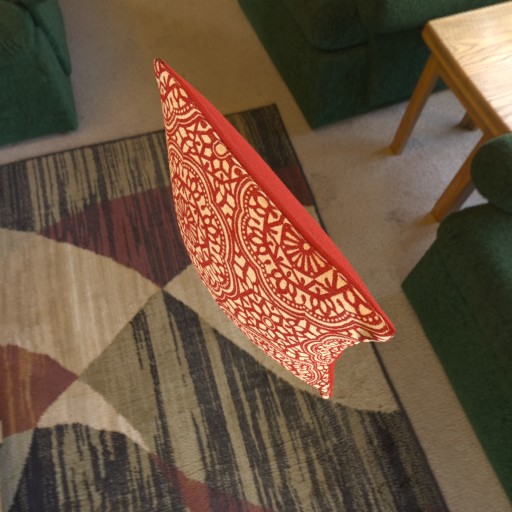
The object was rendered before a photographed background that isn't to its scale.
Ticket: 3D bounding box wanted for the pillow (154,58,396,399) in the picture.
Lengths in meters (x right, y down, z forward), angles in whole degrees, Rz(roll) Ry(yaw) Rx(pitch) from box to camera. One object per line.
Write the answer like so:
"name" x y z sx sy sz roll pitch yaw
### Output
"pillow" 0.000 0.000 0.666 0.162 0.419 0.438 -32 69 -14
